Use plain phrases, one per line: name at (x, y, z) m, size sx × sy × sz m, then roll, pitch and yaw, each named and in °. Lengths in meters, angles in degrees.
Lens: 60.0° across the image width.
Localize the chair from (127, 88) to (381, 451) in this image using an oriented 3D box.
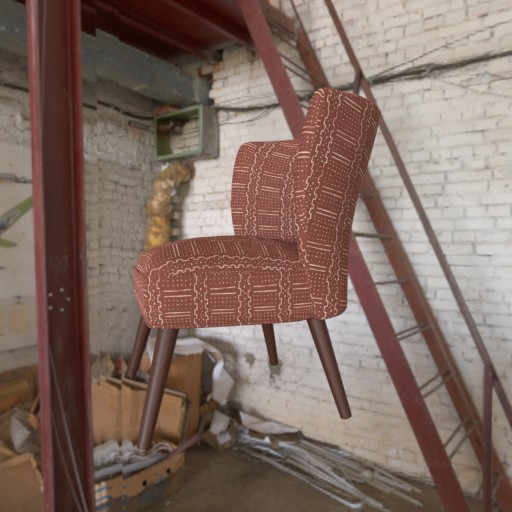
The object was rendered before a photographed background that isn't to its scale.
chair at (0.000, 0.000, 1.380) m, size 0.758 × 0.866 × 0.706 m, roll -1°, pitch 2°, yaw -18°
